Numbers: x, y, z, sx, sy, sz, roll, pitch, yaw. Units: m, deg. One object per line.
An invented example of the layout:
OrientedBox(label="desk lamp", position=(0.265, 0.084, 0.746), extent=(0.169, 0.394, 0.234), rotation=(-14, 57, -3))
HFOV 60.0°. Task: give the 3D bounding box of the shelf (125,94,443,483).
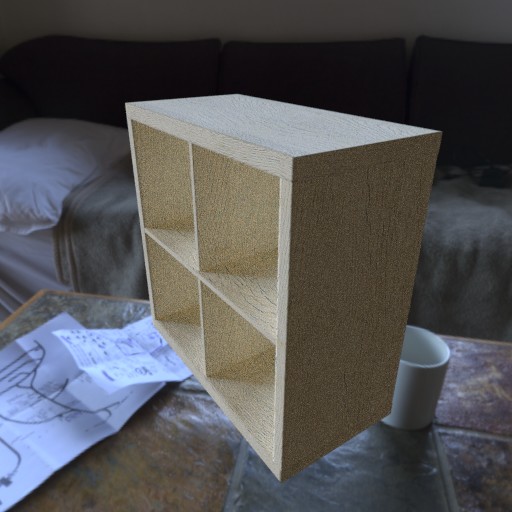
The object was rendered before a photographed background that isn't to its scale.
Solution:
OrientedBox(label="shelf", position=(0.000, 0.000, 1.280), extent=(0.390, 0.786, 0.790), rotation=(-17, 31, -30))
